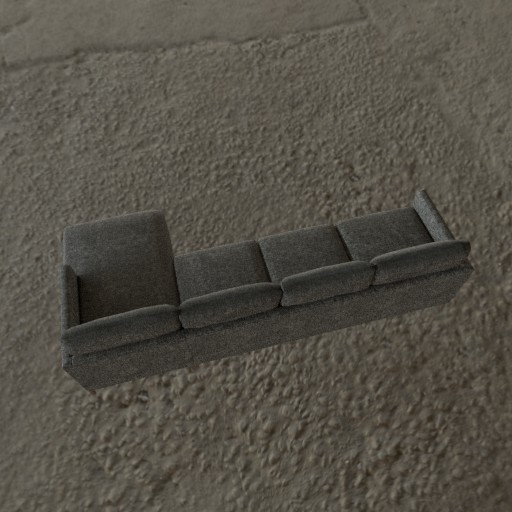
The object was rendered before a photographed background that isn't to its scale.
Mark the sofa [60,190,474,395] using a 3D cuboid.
[{"bbox_3d":[0.000,0.000,4.047,3.384,0.970,1.488,-12,58,-8],"label":"sofa"}]
